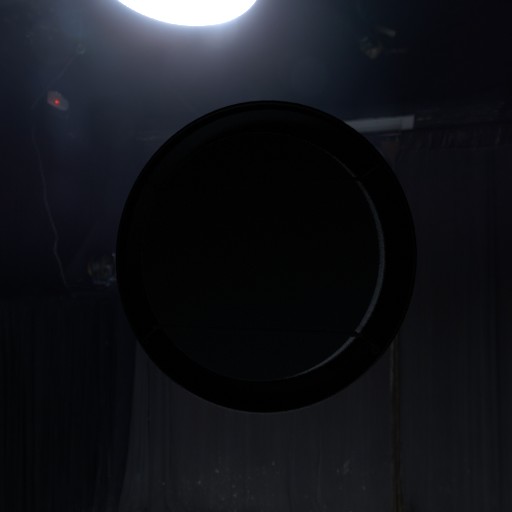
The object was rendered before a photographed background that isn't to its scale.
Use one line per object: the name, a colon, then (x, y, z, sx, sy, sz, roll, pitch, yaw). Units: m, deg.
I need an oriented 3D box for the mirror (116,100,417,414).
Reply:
mirror: (0.000, 0.000, 1.335, 0.907, 0.907, 0.111, -1, -2, 17)
